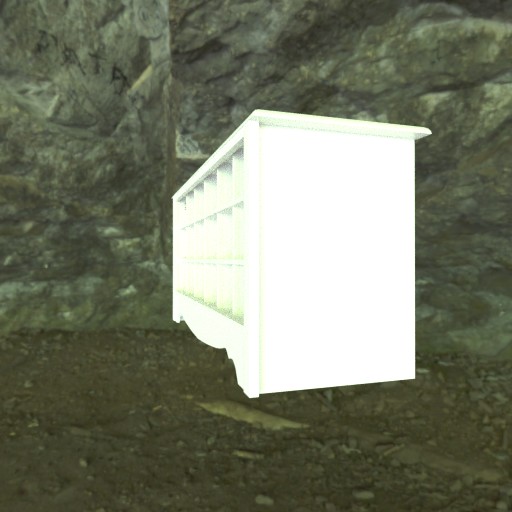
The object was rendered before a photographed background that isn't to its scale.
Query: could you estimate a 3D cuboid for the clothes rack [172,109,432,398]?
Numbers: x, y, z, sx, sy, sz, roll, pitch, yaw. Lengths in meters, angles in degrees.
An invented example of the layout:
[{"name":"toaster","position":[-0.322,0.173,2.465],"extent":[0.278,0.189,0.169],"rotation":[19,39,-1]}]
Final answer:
[{"name":"clothes rack","position":[0.000,0.000,1.473],"extent":[0.405,0.558,1.218],"rotation":[0,0,-18]}]
